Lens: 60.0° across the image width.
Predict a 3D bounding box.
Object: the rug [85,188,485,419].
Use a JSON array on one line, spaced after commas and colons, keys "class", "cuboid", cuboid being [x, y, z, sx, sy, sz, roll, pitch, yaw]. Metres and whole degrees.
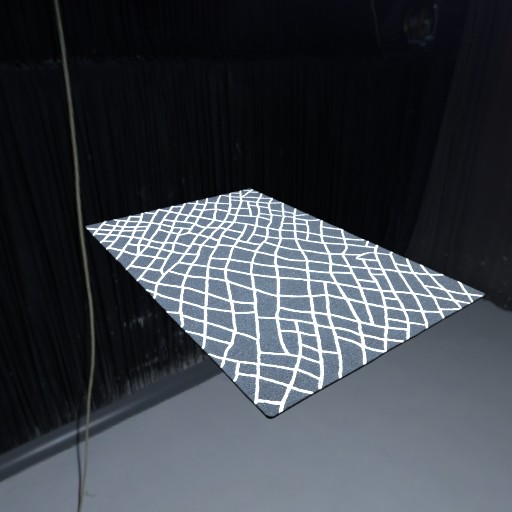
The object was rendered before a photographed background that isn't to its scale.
[{"class": "rug", "cuboid": [0.000, 0.000, 2.321, 1.223, 0.013, 1.830, -18, 32, -31]}]
